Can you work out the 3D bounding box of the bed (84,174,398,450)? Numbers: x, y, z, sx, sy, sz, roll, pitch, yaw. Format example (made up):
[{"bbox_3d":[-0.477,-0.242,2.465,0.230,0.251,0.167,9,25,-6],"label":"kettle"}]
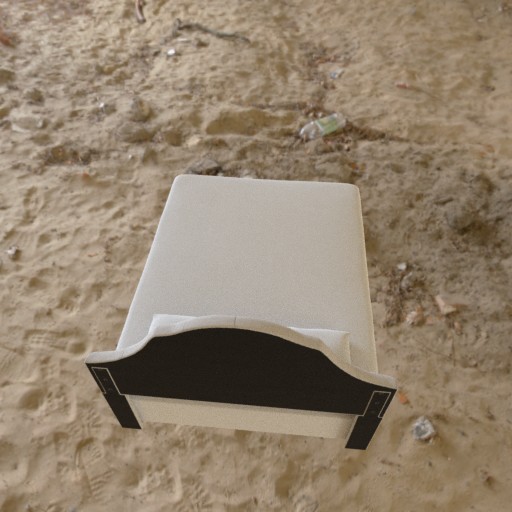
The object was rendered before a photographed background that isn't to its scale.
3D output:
[{"bbox_3d":[0.000,0.000,3.751,2.039,1.617,2.477,4,48,3],"label":"bed"}]
